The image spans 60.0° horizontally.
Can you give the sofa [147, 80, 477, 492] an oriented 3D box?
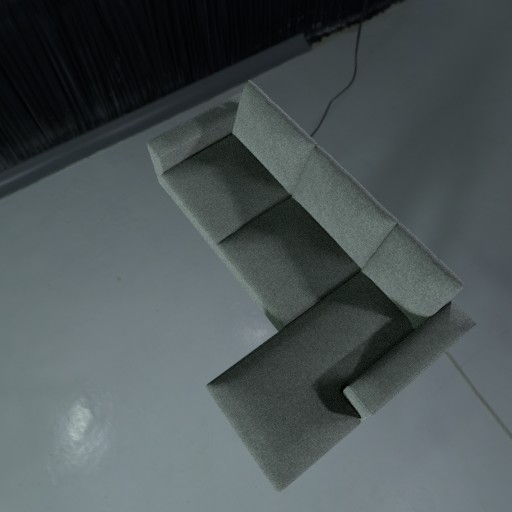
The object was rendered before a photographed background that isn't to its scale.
[{"bbox_3d":[0.000,0.000,3.352,1.689,0.940,2.718,-34,67,-16],"label":"sofa"}]
